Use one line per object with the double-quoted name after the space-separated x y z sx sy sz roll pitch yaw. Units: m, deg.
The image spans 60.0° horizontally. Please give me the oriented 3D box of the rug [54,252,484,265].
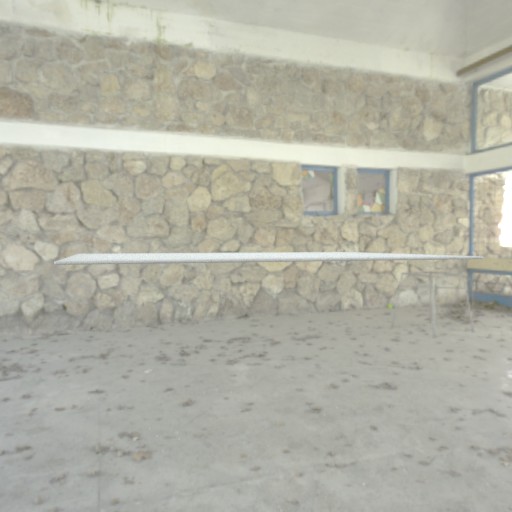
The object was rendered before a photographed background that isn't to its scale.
0.000 0.000 2.341 1.829 0.013 1.219 -1 2 -19 "rug"
